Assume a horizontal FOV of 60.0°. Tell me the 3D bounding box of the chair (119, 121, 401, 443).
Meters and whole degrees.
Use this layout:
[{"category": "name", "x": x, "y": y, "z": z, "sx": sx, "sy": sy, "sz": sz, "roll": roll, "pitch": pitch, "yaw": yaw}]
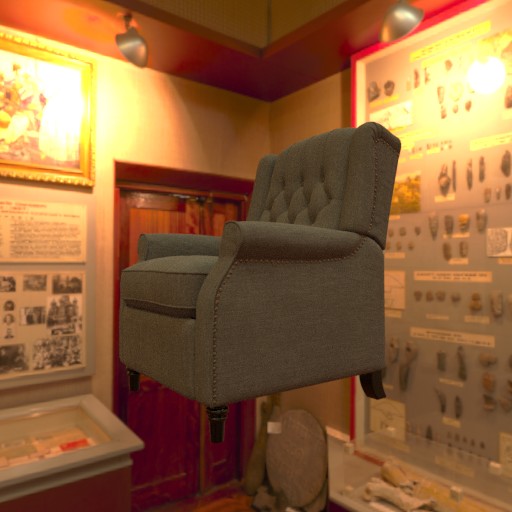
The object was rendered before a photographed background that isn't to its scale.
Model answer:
[{"category": "chair", "x": 0.000, "y": 0.000, "z": 1.675, "sx": 0.898, "sy": 1.035, "sz": 0.742, "roll": 1, "pitch": -1, "yaw": -36}]
